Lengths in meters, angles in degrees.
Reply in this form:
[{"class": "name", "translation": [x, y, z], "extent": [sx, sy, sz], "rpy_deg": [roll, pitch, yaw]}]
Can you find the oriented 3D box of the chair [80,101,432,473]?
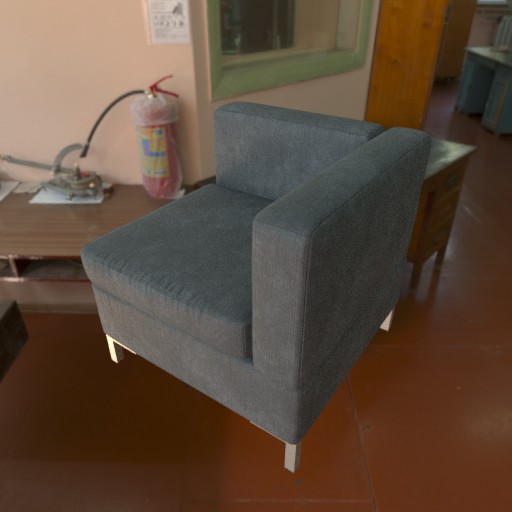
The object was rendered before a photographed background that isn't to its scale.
[{"class": "chair", "translation": [0.000, 0.000, 1.226], "extent": [0.680, 0.660, 0.680], "rpy_deg": [20, 37, 29]}]
